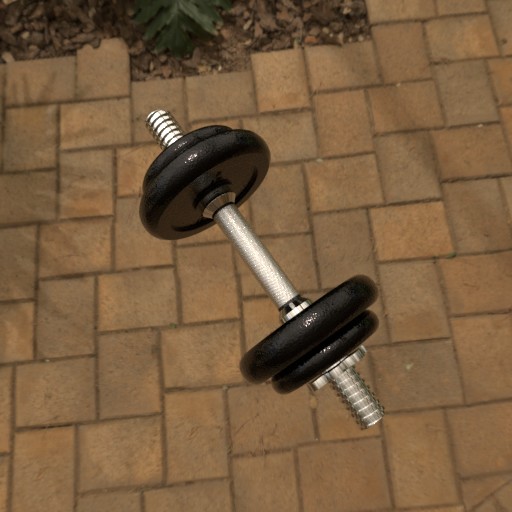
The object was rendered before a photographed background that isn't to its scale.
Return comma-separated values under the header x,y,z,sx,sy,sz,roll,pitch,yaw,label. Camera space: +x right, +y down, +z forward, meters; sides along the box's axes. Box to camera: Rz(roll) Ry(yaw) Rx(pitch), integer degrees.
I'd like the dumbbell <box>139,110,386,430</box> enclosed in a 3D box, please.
x,y,z,sx,sy,sz,roll,pitch,yaw,label
0.000,0.000,0.584,0.202,0.202,0.497,-34,78,-8,dumbbell
